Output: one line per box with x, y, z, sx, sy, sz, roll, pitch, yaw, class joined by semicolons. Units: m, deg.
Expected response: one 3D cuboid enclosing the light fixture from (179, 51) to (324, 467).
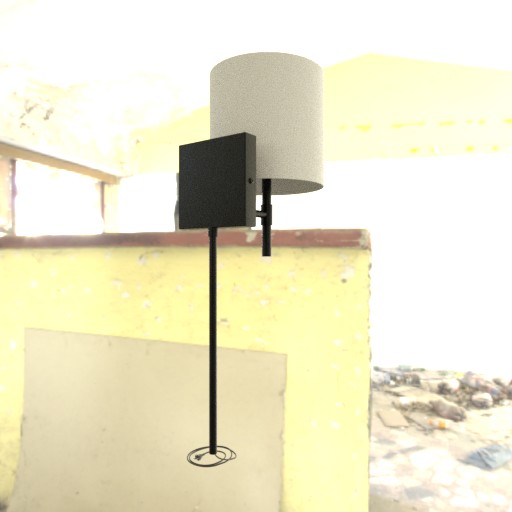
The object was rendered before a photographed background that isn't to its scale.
0.000;0.000;0.709;0.188;0.589;0.248;0;0;36;light fixture
